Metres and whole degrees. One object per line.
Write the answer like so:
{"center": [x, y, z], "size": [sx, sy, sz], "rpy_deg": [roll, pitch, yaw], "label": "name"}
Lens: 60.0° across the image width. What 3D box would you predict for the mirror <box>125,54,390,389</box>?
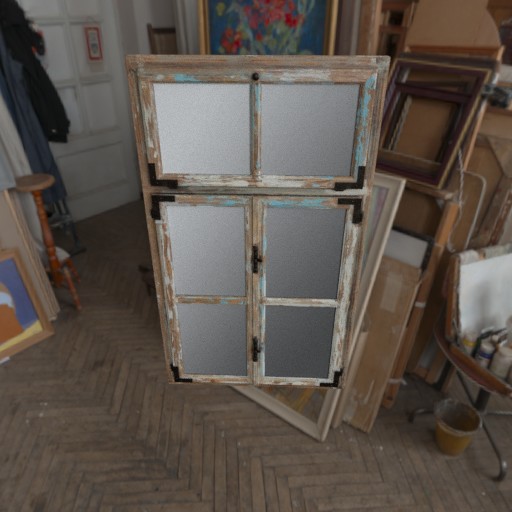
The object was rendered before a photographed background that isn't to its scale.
{"center": [0.000, 0.000, 1.473], "size": [0.707, 1.213, 0.083], "rpy_deg": [1, 30, 2], "label": "mirror"}
